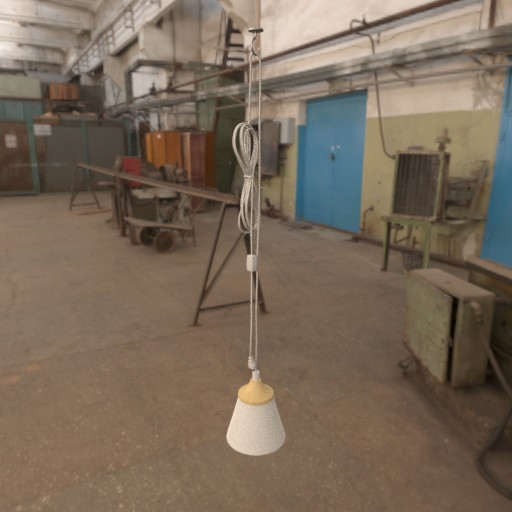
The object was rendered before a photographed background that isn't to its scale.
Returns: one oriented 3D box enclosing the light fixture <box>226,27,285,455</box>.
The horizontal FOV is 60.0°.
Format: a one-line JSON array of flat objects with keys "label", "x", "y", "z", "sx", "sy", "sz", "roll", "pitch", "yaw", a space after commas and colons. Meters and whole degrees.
[{"label": "light fixture", "x": 0.000, "y": 0.000, "z": 1.035, "sx": 0.153, "sy": 0.966, "sz": 0.153, "roll": -7, "pitch": 16, "yaw": -26}]
